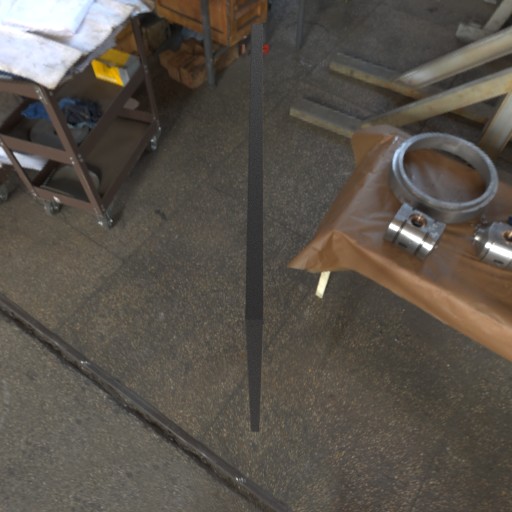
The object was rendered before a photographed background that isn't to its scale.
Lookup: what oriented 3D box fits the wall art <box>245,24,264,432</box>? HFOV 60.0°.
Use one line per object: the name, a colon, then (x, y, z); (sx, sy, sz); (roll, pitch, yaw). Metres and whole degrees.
wall art: (0.000, 0.000, 1.215); (0.028, 0.863, 0.755); (0, 58, 0)
